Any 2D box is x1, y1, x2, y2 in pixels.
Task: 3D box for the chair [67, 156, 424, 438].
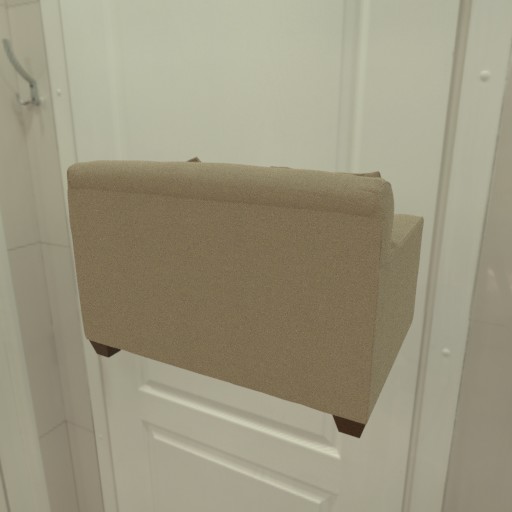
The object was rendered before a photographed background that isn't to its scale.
[{"bbox_3d":[0.000,0.000,2.122,1.383,0.948,1.000,9,19,27],"label":"chair"}]
